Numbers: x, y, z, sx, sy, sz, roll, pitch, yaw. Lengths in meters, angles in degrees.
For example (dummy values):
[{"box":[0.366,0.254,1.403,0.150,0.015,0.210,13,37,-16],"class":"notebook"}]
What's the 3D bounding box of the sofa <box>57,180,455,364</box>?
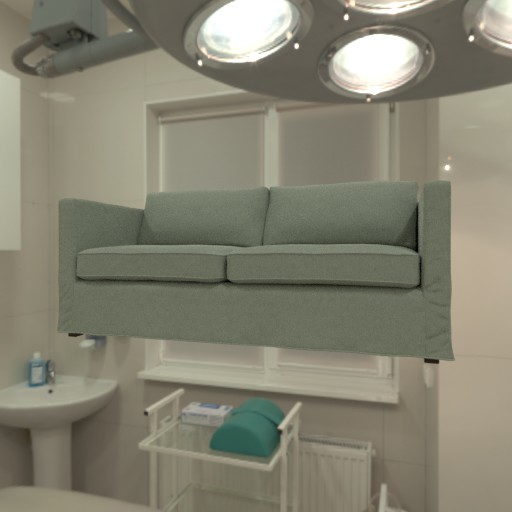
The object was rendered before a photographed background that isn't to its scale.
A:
[{"box":[0.000,0.000,2.503,1.987,0.870,0.940,0,1,18],"class":"sofa"}]
